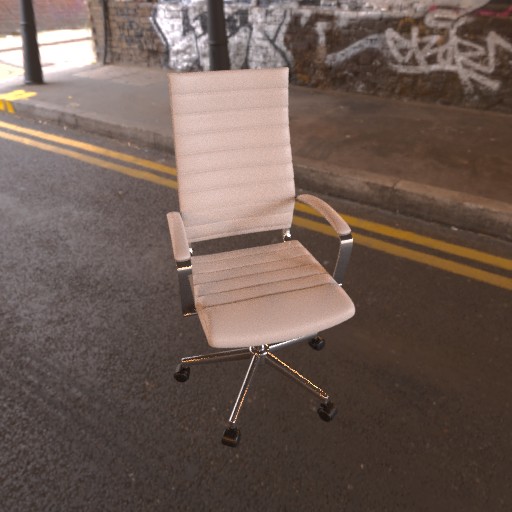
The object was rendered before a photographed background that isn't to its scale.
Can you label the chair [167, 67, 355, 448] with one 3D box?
[{"bbox_3d":[0.000,0.000,1.581,0.679,1.149,0.679,-9,33,-15],"label":"chair"}]
